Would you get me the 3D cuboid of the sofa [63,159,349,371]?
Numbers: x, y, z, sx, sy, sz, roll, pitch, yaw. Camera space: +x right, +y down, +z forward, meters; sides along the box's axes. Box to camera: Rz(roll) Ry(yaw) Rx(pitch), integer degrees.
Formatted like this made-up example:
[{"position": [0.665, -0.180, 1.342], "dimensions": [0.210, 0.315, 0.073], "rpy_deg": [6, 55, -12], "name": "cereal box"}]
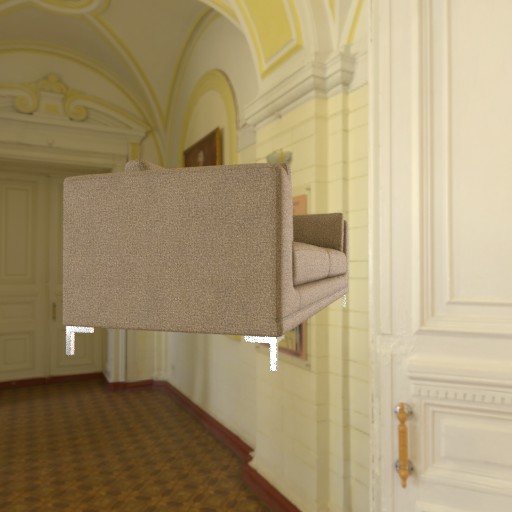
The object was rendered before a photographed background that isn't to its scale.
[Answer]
[{"position": [0.000, 0.000, 2.883], "dimensions": [0.969, 0.867, 2.415], "rpy_deg": [0, -1, 17], "name": "sofa"}]
